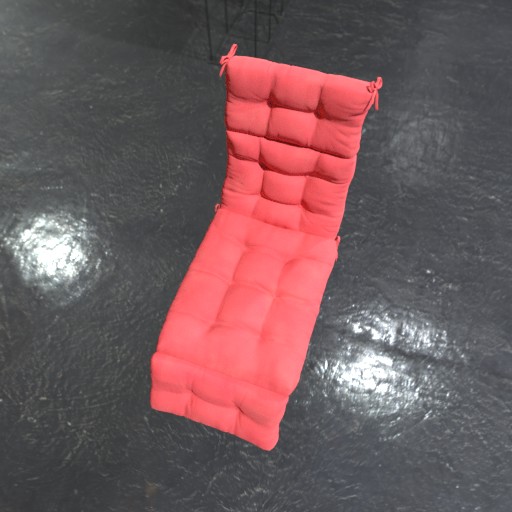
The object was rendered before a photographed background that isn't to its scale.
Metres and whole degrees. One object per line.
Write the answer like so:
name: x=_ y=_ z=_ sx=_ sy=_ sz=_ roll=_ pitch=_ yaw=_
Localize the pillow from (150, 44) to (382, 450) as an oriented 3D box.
pillow: x=0.000 y=0.000 z=1.495 sx=0.526 sy=0.863 sz=1.016 roll=16 pitch=59 yaw=10
